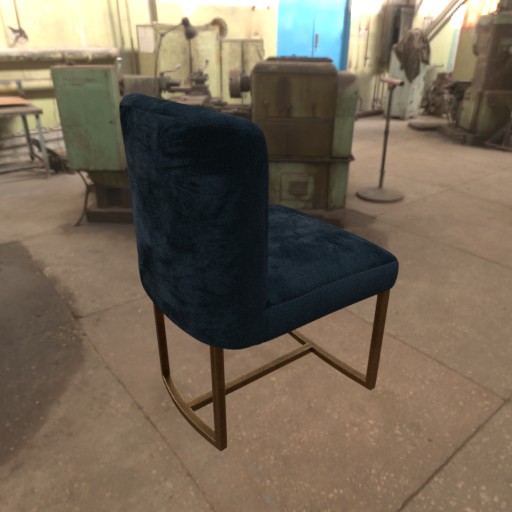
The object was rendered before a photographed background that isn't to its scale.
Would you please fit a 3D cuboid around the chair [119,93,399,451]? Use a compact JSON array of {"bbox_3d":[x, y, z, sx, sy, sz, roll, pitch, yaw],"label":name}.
[{"bbox_3d":[0.000,0.000,1.177,0.560,0.824,0.530,-18,31,-32],"label":"chair"}]
